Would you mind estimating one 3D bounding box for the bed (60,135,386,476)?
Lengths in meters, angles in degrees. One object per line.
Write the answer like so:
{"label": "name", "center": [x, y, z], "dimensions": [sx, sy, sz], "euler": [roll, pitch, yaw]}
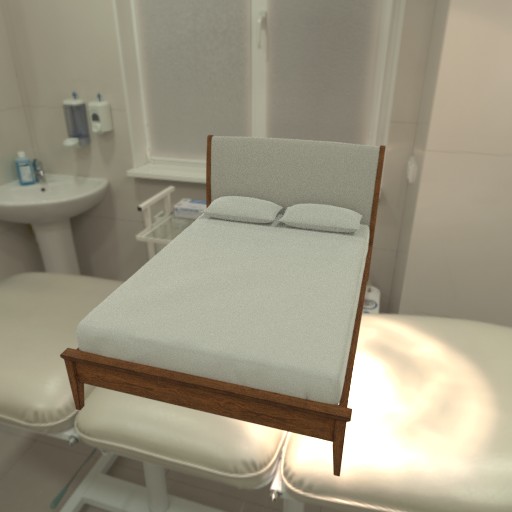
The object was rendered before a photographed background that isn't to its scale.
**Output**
{"label": "bed", "center": [0.000, 0.000, 2.942], "dimensions": [1.502, 1.135, 2.108], "euler": [8, 27, 15]}
